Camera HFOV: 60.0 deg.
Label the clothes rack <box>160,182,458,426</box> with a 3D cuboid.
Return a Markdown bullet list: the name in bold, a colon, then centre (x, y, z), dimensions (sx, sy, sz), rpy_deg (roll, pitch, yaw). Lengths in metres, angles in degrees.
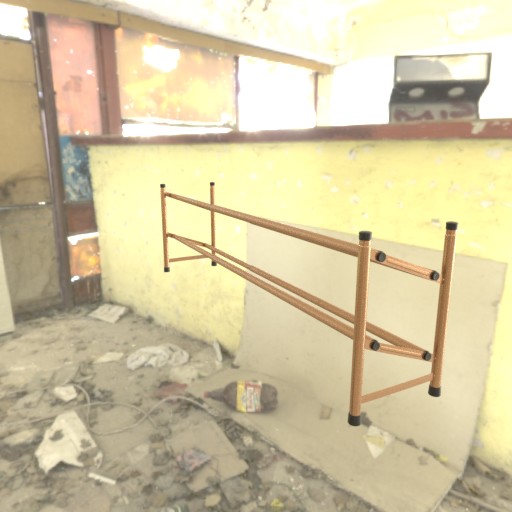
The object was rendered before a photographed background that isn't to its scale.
- **clothes rack**: centre (0.000, 0.000, 1.294), dimensions (0.229, 0.349, 1.168), rpy_deg (-7, 15, -27)
